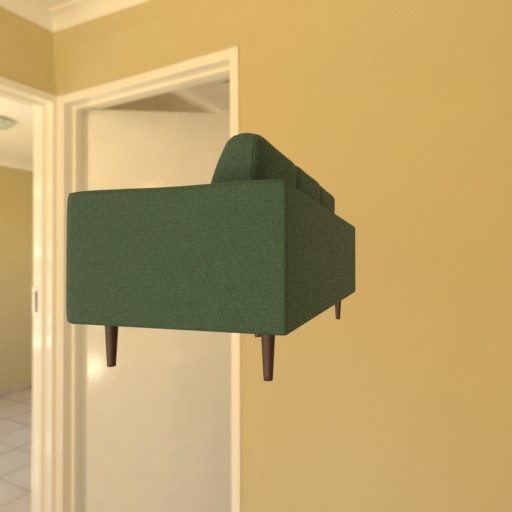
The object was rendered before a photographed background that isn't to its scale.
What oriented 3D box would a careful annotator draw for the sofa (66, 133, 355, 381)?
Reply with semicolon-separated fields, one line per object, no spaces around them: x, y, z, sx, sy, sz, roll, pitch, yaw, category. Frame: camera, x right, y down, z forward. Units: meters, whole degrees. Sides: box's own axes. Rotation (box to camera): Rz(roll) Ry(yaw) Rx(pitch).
0.000;0.000;2.470;0.879;0.899;2.029;0;-1;19;sofa
